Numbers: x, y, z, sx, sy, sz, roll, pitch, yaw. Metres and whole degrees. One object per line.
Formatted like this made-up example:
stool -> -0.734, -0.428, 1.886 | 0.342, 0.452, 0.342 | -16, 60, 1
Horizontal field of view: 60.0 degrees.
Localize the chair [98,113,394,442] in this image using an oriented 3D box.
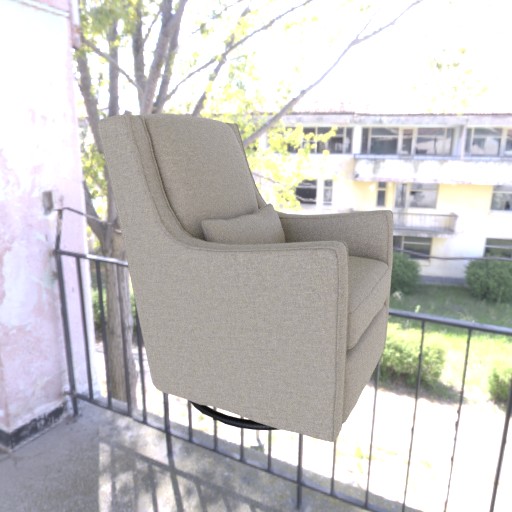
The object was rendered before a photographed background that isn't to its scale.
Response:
chair -> 0.000, 0.000, 1.600 | 0.879, 0.993, 0.732 | 7, 16, 26
